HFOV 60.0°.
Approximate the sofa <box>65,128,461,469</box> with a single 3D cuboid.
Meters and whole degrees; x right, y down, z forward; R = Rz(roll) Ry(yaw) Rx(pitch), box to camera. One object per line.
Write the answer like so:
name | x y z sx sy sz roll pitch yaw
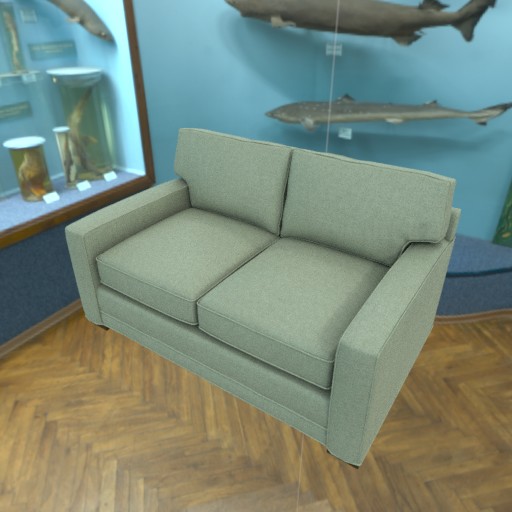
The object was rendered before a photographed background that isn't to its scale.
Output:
sofa | 0.000 0.000 2.019 1.484 0.853 0.940 19 35 29
